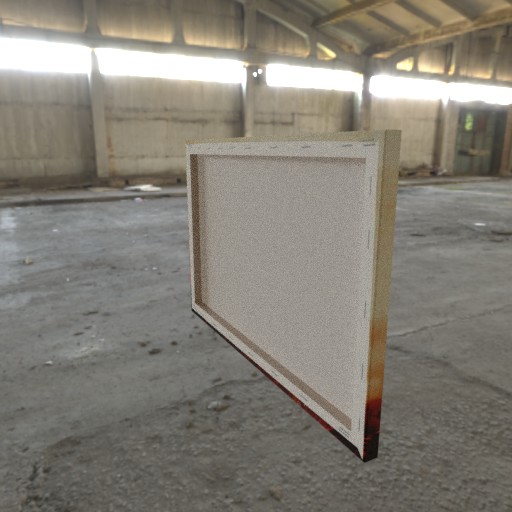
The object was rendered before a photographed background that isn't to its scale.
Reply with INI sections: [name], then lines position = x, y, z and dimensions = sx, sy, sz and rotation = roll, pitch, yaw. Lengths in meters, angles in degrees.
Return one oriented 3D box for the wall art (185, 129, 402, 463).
[wall art]
position = 0.000, 0.000, 1.160
dimensions = 0.038, 0.602, 0.918
rotation = -7, 15, -28
